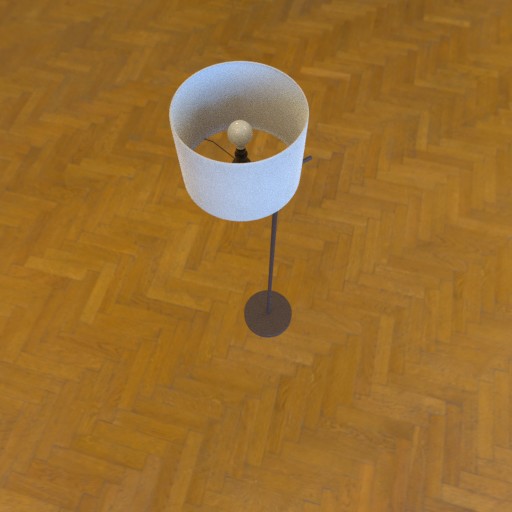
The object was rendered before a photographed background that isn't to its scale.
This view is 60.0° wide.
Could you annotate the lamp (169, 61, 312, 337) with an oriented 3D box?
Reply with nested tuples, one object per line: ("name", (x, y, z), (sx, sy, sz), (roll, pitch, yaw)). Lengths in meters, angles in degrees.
("lamp", (0.000, 0.000, 1.750), (0.416, 1.600, 0.324), (-29, 67, -14))
